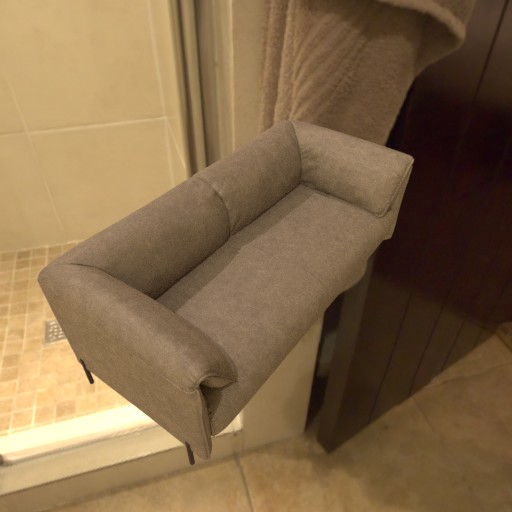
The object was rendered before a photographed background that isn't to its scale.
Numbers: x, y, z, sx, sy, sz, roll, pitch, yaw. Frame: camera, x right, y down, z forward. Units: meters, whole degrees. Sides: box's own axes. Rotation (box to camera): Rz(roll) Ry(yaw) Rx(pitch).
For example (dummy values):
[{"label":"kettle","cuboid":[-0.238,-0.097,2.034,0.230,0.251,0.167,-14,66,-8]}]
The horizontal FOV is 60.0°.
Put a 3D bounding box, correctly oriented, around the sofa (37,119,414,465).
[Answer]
[{"label":"sofa","cuboid":[0.000,0.000,2.365,0.905,0.747,1.878,26,47,27]}]
